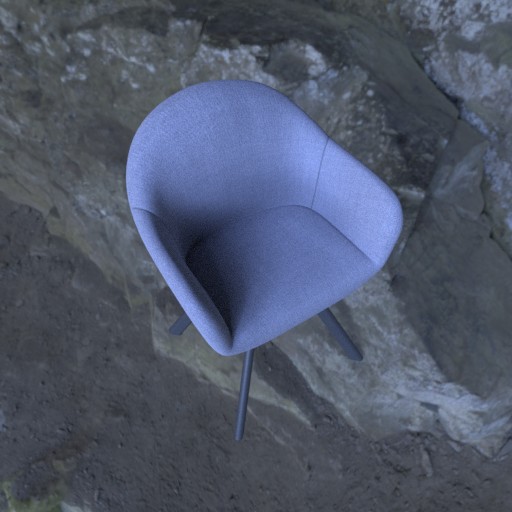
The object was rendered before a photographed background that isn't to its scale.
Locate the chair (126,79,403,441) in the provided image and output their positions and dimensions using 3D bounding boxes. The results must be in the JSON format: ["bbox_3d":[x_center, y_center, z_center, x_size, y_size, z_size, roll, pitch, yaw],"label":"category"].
[{"bbox_3d":[0.000,0.000,1.230,0.590,0.795,0.550,-26,53,-22],"label":"chair"}]
